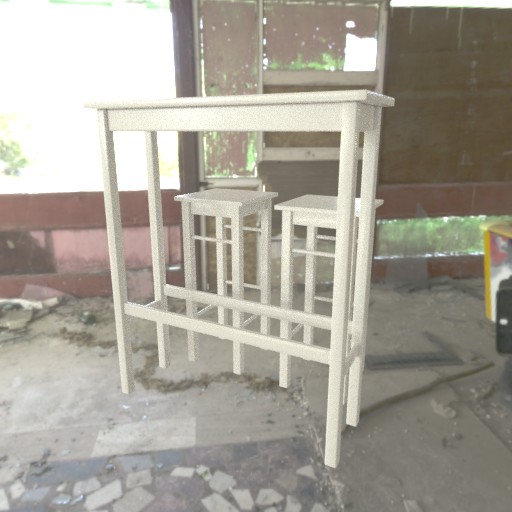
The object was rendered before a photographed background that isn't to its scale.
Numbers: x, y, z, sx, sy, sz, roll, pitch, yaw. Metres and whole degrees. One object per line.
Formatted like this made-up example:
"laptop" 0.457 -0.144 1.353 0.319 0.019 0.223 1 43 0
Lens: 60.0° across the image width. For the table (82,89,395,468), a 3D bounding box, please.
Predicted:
"table" 0.000 0.000 1.630 0.915 1.065 0.650 8 18 27
